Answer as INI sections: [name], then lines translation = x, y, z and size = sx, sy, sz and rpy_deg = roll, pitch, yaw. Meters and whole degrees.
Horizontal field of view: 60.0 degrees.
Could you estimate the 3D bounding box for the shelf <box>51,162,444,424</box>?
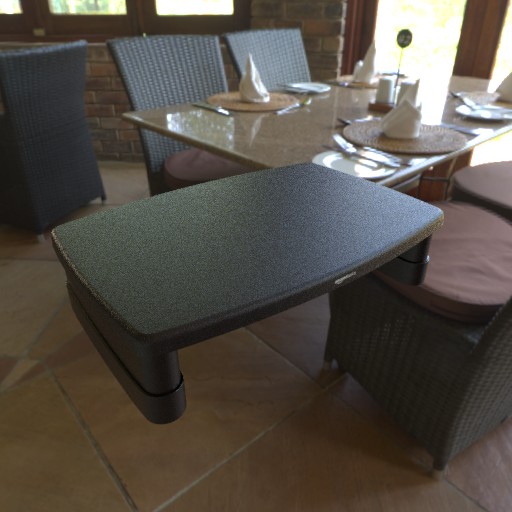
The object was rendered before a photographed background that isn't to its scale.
[shelf]
translation = 0.000, 0.000, 0.533
size = 0.410, 0.100, 0.280
rpy_deg = -21, 36, -32
